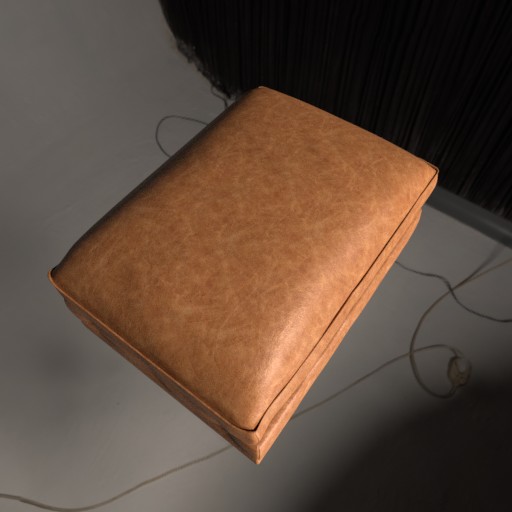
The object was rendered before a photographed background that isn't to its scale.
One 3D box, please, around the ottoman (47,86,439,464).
[{"bbox_3d":[0.000,0.000,1.043,0.533,0.480,0.710,32,63,19],"label":"ottoman"}]
